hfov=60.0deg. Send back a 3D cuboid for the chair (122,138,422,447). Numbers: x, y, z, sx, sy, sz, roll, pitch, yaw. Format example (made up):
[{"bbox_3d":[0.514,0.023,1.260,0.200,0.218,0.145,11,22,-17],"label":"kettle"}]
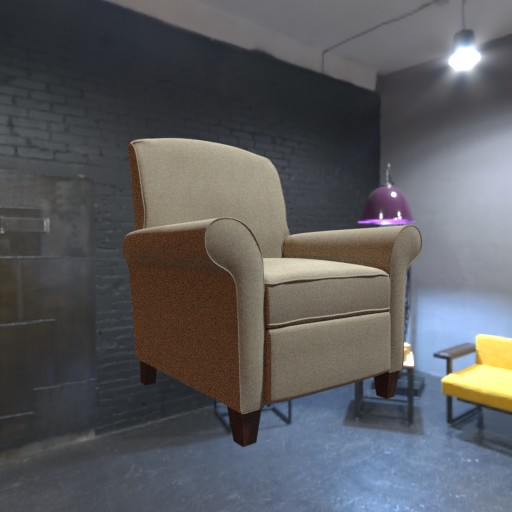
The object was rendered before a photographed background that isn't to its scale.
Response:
[{"bbox_3d":[0.000,0.000,1.785,0.978,1.061,0.905,-1,2,-37],"label":"chair"}]
